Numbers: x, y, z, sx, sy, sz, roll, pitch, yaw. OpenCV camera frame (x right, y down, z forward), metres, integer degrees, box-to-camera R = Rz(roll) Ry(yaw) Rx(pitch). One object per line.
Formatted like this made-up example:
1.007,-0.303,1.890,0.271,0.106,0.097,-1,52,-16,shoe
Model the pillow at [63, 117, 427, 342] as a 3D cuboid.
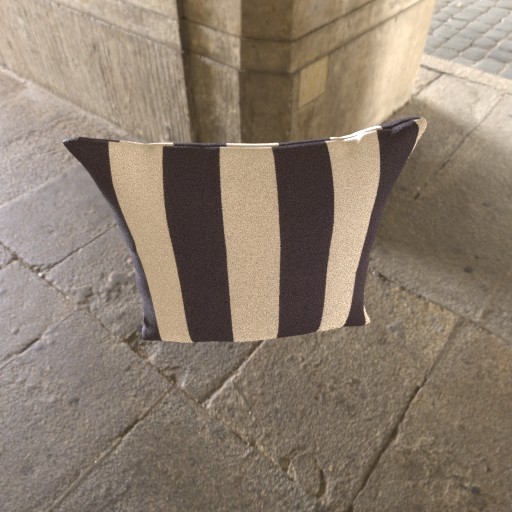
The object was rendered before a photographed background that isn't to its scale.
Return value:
0.000,0.000,0.819,0.536,0.526,0.189,-5,48,-4,pillow
